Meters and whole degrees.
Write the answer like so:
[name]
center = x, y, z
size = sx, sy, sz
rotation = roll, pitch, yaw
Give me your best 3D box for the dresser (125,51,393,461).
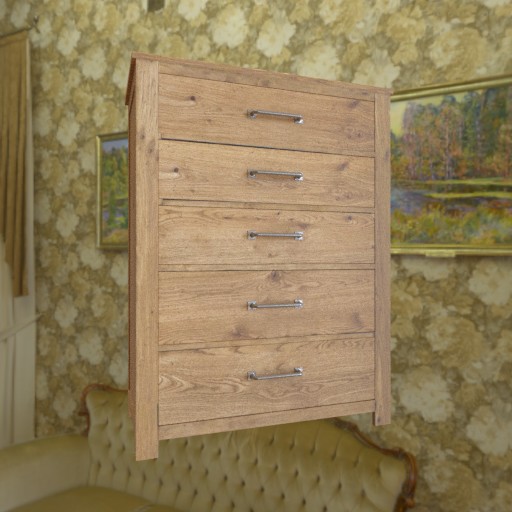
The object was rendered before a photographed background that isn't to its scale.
[dresser]
center = 0.000, 0.000, 1.941
size = 1.081, 1.431, 0.558
rotation = 0, 0, -19
